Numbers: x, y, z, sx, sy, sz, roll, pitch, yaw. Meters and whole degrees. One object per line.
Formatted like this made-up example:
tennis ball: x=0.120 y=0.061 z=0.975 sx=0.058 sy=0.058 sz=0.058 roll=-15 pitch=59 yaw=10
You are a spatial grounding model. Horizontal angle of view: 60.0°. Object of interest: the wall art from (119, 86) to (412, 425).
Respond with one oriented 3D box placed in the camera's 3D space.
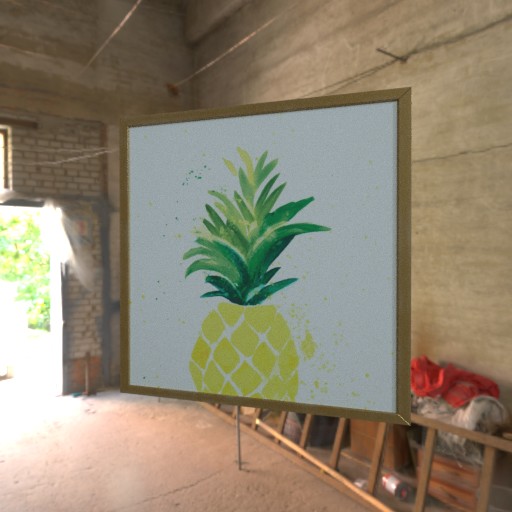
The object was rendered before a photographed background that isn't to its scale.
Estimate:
wall art: x=0.000 y=0.000 z=0.463 sx=0.306 sy=0.305 sz=0.038 roll=0 pitch=1 yaw=18
